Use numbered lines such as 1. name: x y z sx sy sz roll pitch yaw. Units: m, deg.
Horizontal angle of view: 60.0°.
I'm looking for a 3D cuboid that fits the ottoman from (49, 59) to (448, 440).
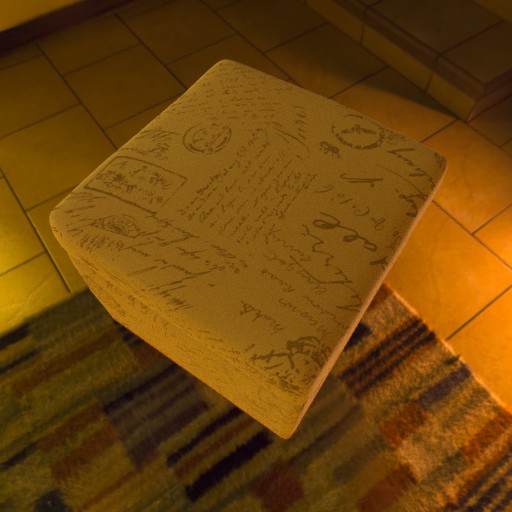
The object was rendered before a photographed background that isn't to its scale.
1. ottoman: 0.000 0.000 0.832 0.449 0.457 0.450 30 64 16
